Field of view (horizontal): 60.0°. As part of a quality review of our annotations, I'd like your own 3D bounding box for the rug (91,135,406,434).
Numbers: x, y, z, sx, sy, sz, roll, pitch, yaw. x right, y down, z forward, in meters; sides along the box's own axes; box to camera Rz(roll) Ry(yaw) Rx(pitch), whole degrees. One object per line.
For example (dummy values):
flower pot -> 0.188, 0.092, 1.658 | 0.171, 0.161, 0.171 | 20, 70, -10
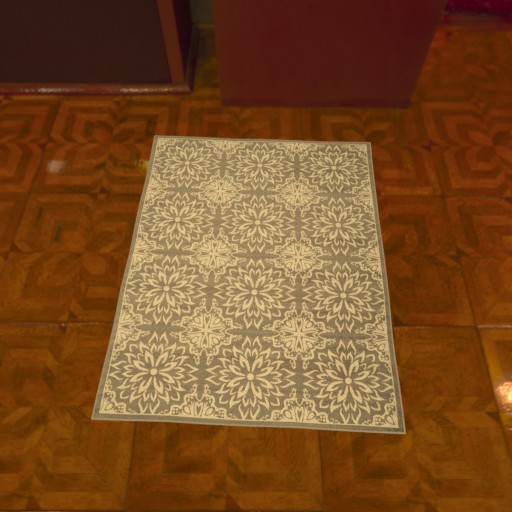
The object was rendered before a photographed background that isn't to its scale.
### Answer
rug -> 0.000, 0.000, 4.081 | 2.363, 0.012, 2.980 | 2, 59, 1
